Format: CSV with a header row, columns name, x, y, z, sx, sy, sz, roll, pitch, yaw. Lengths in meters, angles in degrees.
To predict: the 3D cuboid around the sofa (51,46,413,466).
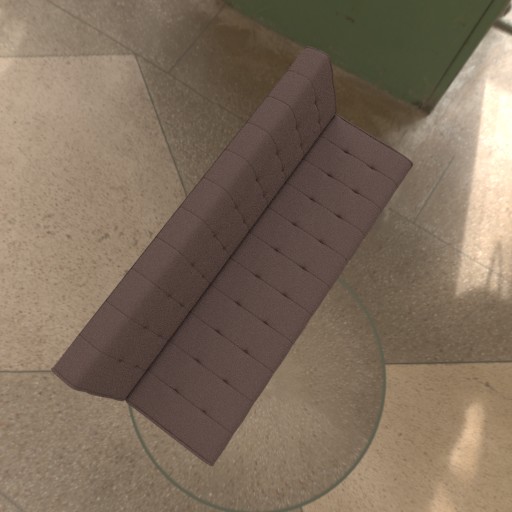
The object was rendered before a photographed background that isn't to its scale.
name,x,y,z,sx,sy,sz,roll,pitch,yaw
sofa,0.000,0.000,2.058,0.747,0.699,1.703,34,78,8
